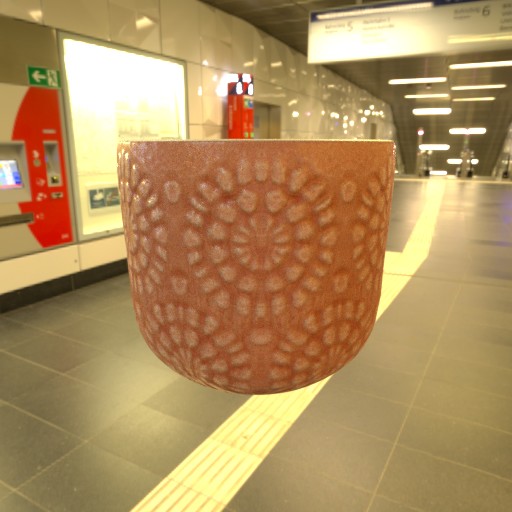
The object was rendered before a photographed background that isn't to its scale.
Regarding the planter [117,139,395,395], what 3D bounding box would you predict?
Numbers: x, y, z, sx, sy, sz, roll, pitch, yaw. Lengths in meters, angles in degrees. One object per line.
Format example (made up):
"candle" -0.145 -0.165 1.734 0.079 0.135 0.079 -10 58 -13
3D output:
"planter" 0.000 0.000 0.217 0.124 0.109 0.124 0 14 0
